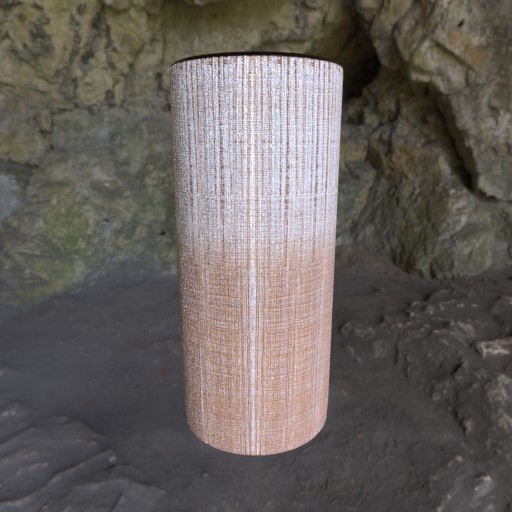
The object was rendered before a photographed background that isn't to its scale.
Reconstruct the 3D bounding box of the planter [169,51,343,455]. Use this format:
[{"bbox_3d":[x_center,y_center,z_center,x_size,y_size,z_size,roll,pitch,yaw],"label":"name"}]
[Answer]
[{"bbox_3d":[0.000,0.000,0.287,0.100,0.227,0.100,7,16,26],"label":"planter"}]
